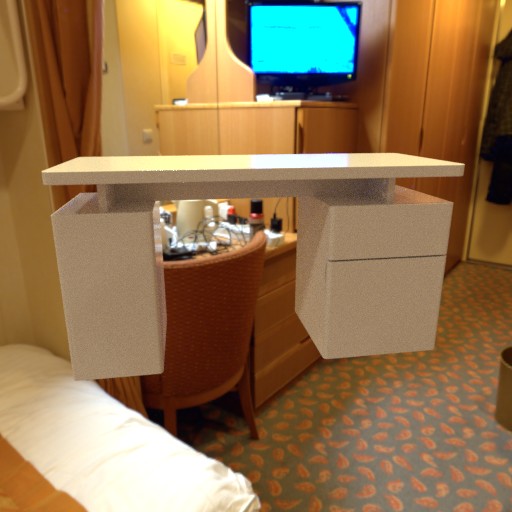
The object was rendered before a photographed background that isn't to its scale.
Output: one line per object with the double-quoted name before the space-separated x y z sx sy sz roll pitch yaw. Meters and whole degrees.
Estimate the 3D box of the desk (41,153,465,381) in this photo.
"desk" 0.000 0.000 1.800 1.400 0.762 0.550 -3 17 -9
